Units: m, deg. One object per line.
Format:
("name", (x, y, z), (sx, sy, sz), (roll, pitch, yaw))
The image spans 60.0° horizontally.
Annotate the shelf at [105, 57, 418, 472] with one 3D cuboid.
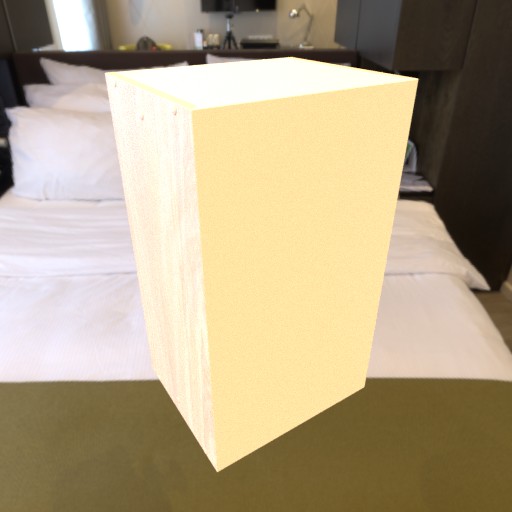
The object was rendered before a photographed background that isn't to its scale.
("shelf", (0.000, 0.000, 0.788), (0.350, 0.600, 0.290), (-18, 35, -28))
